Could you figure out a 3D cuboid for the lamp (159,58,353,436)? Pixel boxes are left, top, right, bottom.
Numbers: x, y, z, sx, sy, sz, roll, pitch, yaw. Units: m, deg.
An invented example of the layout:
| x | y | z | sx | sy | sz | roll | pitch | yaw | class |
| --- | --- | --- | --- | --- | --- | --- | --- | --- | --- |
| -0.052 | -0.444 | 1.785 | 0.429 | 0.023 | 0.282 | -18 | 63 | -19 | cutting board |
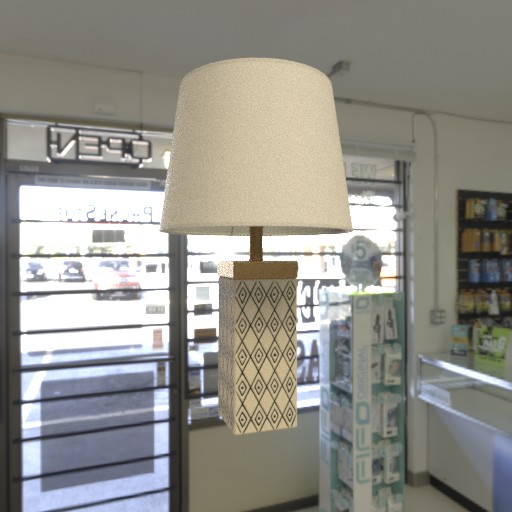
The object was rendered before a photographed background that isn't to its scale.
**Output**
| x | y | z | sx | sy | sz | roll | pitch | yaw | class |
| --- | --- | --- | --- | --- | --- | --- | --- | --- | --- |
| 0.000 | 0.000 | 0.586 | 0.251 | 0.435 | 0.251 | 0 | 0 | 0 | lamp |
